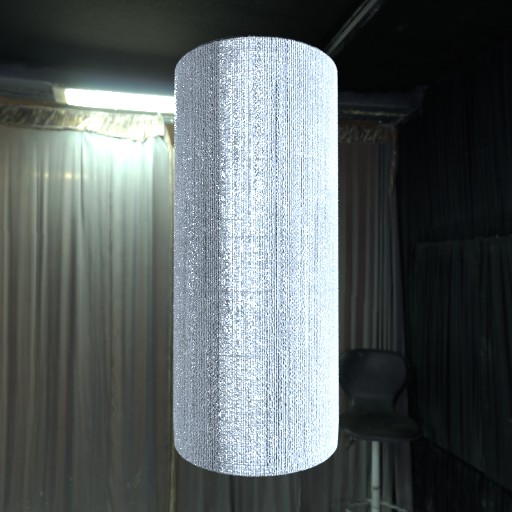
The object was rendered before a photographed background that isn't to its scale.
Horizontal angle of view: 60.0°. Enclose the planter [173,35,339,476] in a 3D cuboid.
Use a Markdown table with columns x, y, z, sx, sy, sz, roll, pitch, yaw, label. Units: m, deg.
| x | y | z | sx | sy | sz | roll | pitch | yaw | label |
| --- | --- | --- | --- | --- | --- | --- | --- | --- | --- |
| 0.000 | 0.000 | 0.125 | 0.045 | 0.103 | 0.045 | 0 | -1 | -19 | planter |
